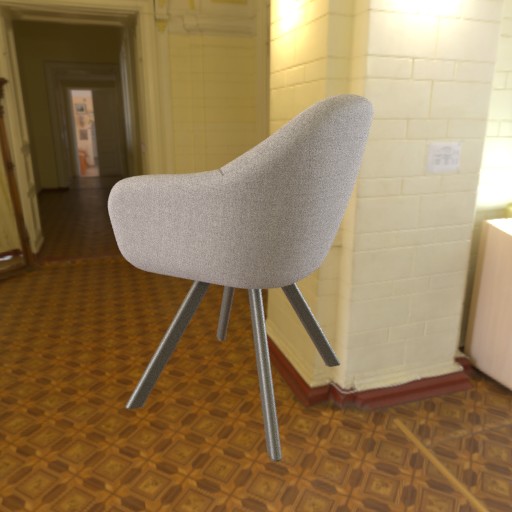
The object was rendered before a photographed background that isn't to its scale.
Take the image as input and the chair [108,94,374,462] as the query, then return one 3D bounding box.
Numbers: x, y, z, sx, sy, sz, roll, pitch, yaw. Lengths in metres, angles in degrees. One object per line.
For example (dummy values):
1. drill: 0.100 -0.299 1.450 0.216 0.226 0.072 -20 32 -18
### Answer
1. chair: 0.000 0.000 1.177 0.550 0.795 0.590 8 18 26
